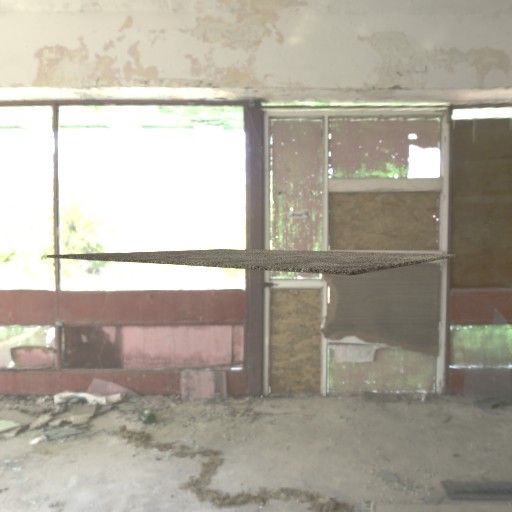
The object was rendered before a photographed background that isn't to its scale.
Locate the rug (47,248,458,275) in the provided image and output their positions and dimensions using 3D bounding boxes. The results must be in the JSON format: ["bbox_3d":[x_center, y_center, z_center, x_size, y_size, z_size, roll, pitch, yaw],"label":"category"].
[{"bbox_3d":[0.000,0.000,4.128,3.000,0.025,2.401,2,3,36],"label":"rug"}]
